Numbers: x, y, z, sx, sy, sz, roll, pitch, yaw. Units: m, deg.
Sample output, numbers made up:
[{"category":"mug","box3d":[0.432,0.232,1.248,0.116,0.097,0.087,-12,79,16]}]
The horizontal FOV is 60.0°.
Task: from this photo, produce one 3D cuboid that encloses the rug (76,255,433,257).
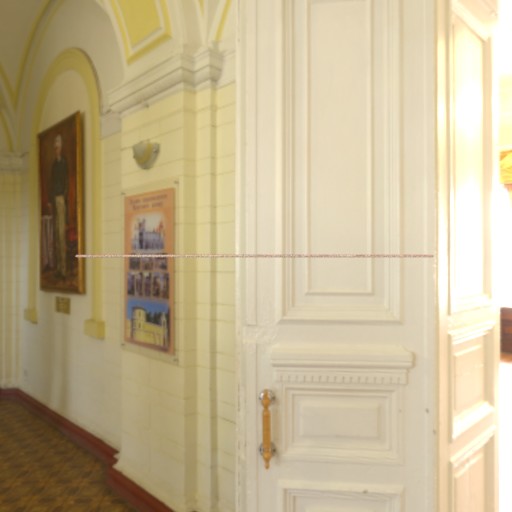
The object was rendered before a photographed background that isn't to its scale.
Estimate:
[{"category":"rug","box3d":[0.000,0.000,3.101,1.533,0.011,2.439,0,0,1]}]
